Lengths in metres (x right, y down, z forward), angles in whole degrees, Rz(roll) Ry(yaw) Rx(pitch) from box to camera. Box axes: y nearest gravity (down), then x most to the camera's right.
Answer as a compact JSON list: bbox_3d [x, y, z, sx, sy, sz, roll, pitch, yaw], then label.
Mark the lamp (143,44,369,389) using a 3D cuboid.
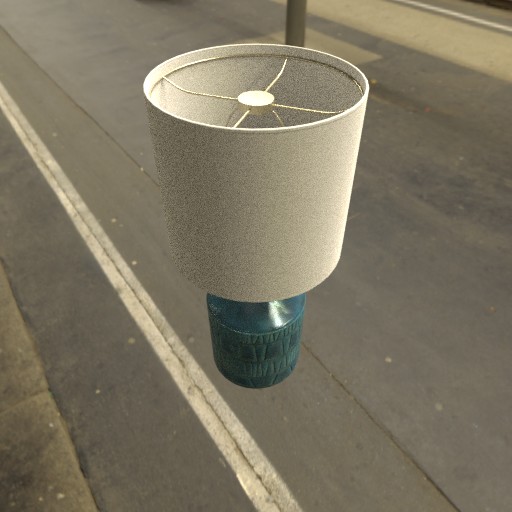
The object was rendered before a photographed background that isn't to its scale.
[{"bbox_3d":[0.000,0.000,0.574,0.211,0.455,0.211,24,47,24],"label":"lamp"}]
